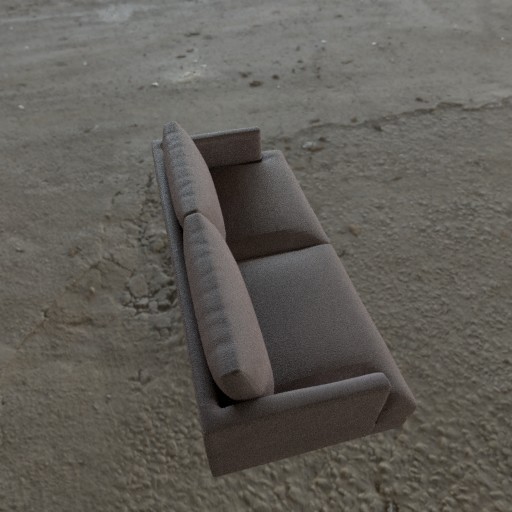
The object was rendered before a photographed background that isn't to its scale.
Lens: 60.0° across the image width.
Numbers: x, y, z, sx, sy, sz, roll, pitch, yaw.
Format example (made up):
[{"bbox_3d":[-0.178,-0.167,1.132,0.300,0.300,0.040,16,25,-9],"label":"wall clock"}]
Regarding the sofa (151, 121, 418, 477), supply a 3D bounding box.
[{"bbox_3d":[0.000,0.000,2.741,1.020,0.868,2.250,-11,47,-10],"label":"sofa"}]
